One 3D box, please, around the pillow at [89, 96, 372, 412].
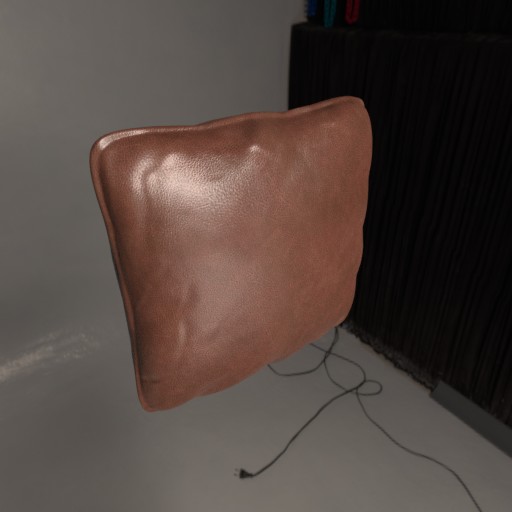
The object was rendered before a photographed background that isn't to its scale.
[{"bbox_3d":[0.000,0.000,0.822,0.532,0.523,0.236,-20,35,-31],"label":"pillow"}]
